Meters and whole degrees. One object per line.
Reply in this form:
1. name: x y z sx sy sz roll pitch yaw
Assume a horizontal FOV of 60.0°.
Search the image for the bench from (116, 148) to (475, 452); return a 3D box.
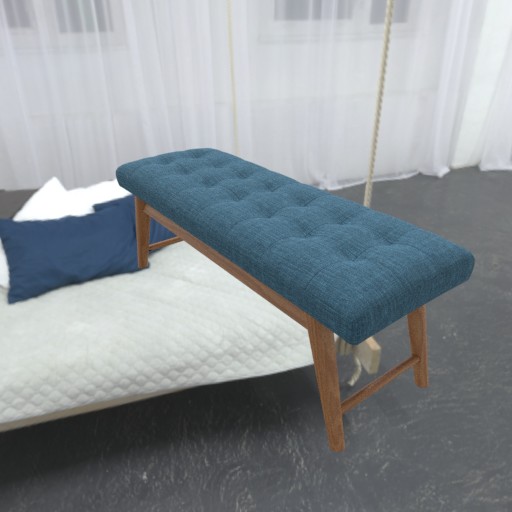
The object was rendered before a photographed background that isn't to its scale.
1. bench: 0.000 0.000 1.359 0.406 0.432 1.118 -20 34 -32
